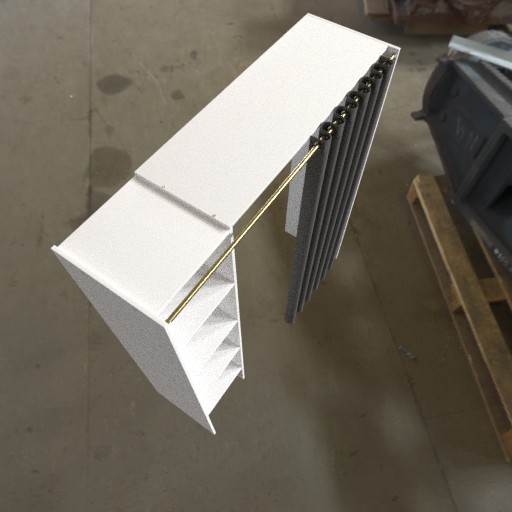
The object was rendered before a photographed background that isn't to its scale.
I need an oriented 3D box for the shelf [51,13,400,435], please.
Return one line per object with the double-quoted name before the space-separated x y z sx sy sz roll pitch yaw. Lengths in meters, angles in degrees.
"shelf" 0.000 0.000 2.461 0.500 1.810 1.600 30 64 17
